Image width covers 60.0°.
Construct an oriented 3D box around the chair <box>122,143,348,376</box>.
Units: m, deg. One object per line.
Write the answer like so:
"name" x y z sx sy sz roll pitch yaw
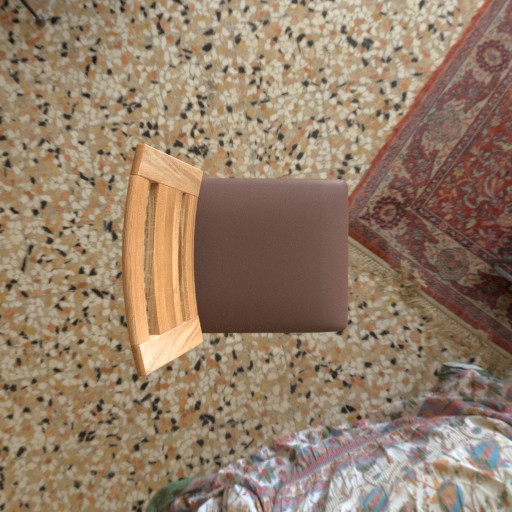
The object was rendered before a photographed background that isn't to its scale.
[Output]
"chair" 0.000 0.000 1.263 0.570 0.970 0.460 0 91 -1
